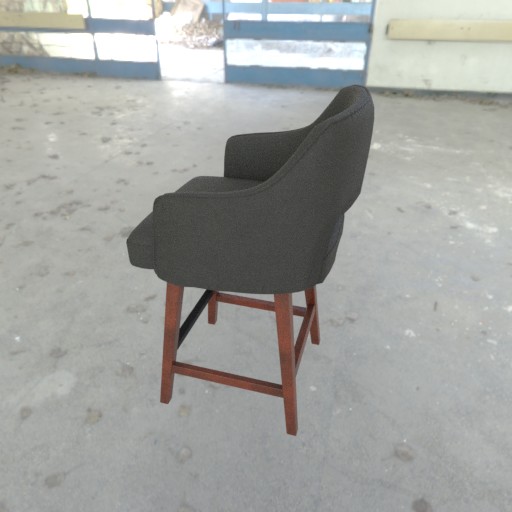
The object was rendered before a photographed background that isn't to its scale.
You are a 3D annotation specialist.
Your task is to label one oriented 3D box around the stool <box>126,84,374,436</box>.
[{"bbox_3d":[0.000,0.000,1.277,0.558,0.912,0.548,9,32,14],"label":"stool"}]
